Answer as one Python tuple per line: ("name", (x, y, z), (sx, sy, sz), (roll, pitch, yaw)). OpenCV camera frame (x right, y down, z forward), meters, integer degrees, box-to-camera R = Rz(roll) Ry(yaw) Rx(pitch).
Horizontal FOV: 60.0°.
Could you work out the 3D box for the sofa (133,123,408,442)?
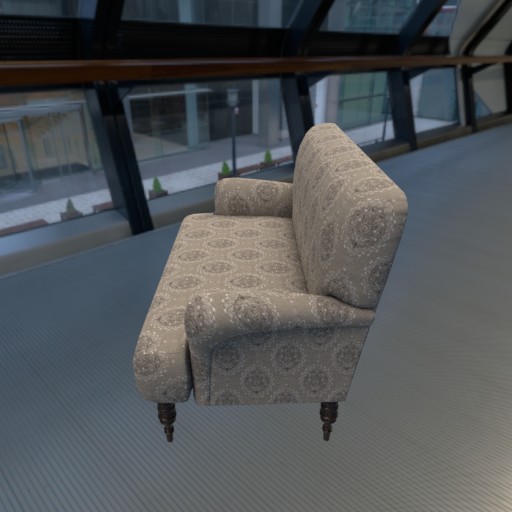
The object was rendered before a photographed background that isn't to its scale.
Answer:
("sofa", (0.000, 0.000, 1.821), (0.779, 0.889, 1.297), (0, 26, -1))
